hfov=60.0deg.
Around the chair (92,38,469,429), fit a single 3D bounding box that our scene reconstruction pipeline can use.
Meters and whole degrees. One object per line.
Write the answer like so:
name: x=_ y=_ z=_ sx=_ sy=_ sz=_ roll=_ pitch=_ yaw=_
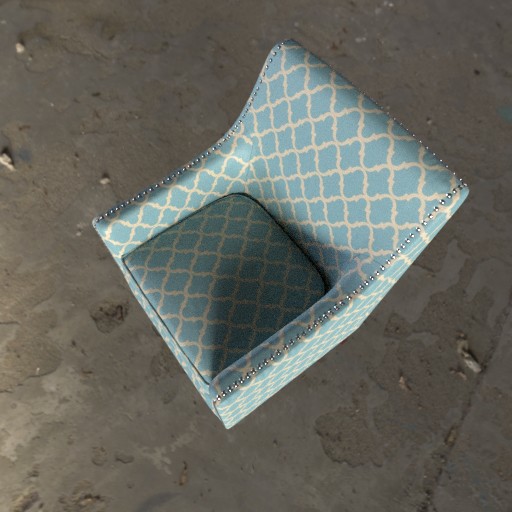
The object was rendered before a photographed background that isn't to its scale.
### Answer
chair: x=0.000 y=0.000 z=1.291 sx=0.686 sy=0.817 sz=0.617 roll=-34 pitch=68 yaw=-16
